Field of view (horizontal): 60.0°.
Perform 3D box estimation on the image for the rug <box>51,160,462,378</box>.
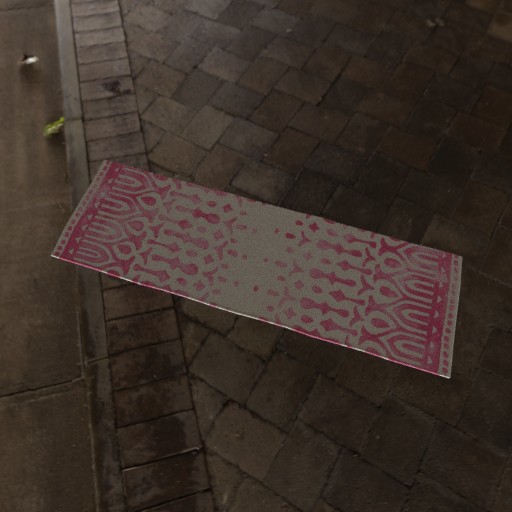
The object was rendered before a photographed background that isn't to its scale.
[{"bbox_3d":[0.000,0.000,2.740,2.458,0.011,0.787,16,64,8],"label":"rug"}]
